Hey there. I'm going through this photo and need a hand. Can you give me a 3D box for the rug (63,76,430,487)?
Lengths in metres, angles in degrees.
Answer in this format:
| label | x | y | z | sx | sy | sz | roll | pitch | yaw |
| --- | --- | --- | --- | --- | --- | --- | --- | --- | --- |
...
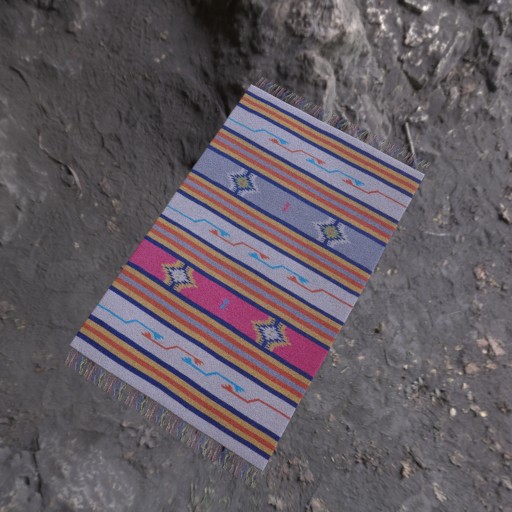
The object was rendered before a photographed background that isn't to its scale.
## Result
| label | x | y | z | sx | sy | sz | roll | pitch | yaw |
| --- | --- | --- | --- | --- | --- | --- | --- | --- | --- |
| rug | 0.000 | 0.000 | 2.237 | 1.084 | 0.013 | 1.849 | 30 | 77 | 8 |
